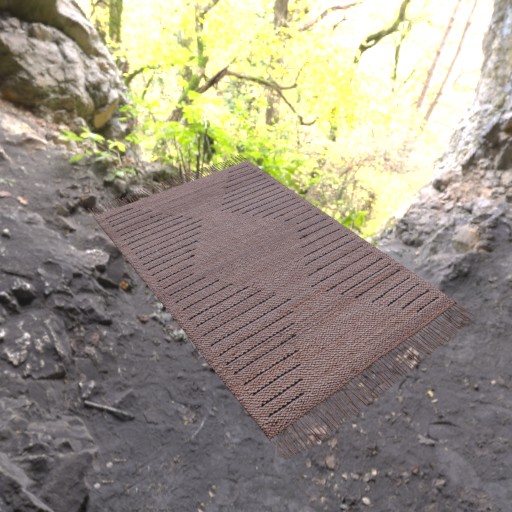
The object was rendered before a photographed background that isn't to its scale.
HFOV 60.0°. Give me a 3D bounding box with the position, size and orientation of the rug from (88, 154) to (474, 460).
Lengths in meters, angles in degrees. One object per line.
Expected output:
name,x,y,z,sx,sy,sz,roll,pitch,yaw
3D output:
rug,0.000,0.000,2.552,1.224,0.027,2.085,-26,48,-27
